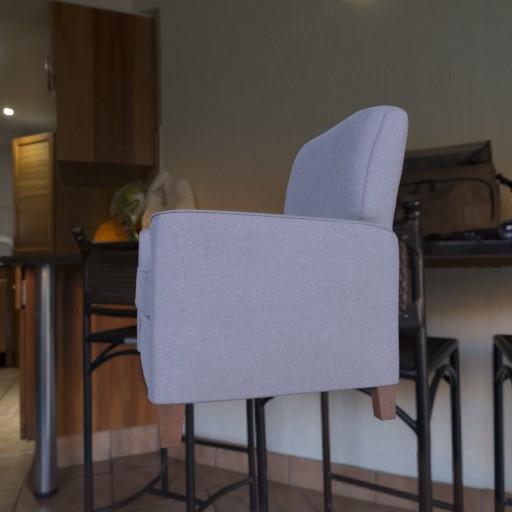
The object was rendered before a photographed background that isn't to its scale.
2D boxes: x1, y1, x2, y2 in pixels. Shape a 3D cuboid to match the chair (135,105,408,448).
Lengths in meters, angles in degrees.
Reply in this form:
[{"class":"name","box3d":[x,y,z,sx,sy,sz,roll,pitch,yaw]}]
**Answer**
[{"class":"chair","box3d":[0.000,0.000,1.643,0.859,1.023,0.845,0,-1,-17]}]
